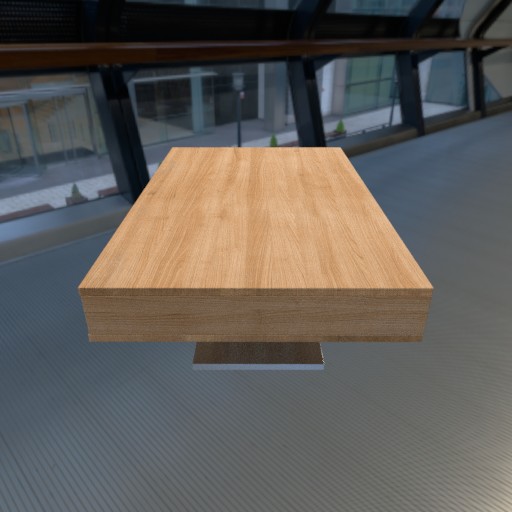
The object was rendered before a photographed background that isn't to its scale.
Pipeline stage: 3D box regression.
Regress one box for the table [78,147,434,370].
[{"bbox_3d":[0.000,0.000,1.458,0.700,0.440,1.100,0,28,0],"label":"table"}]
